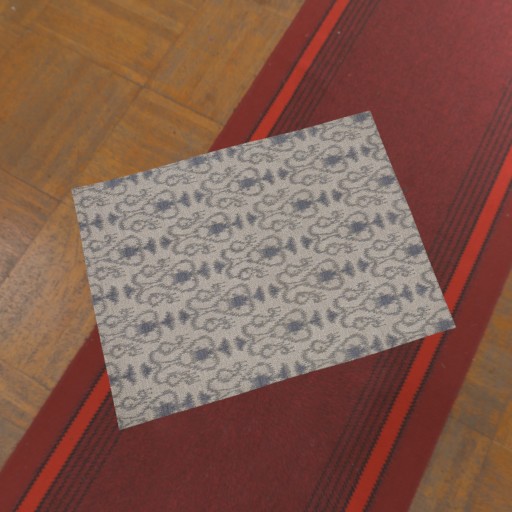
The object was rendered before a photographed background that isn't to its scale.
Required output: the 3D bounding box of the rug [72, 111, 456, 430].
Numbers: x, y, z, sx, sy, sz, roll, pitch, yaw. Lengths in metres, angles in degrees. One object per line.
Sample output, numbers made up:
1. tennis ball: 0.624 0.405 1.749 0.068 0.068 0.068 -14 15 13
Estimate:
1. rug: 0.000 0.000 3.028 2.261 0.013 1.676 -16 76 -4
